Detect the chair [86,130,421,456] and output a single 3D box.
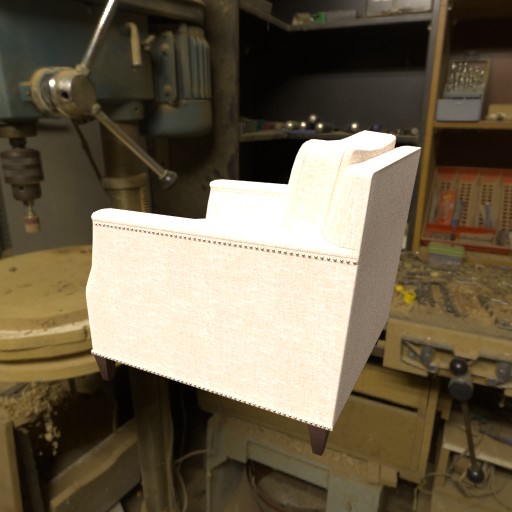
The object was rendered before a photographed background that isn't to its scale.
[{"bbox_3d":[0.000,0.000,1.743,1.041,0.940,0.838,9,20,26],"label":"chair"}]
